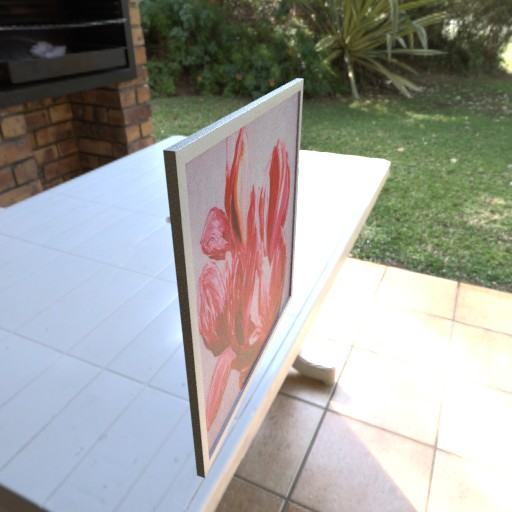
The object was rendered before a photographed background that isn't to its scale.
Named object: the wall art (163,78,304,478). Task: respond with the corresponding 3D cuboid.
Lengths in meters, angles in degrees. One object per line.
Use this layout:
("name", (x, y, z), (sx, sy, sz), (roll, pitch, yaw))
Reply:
("wall art", (0.000, 0.000, 1.208), (0.022, 0.803, 0.805), (10, 31, 17))
